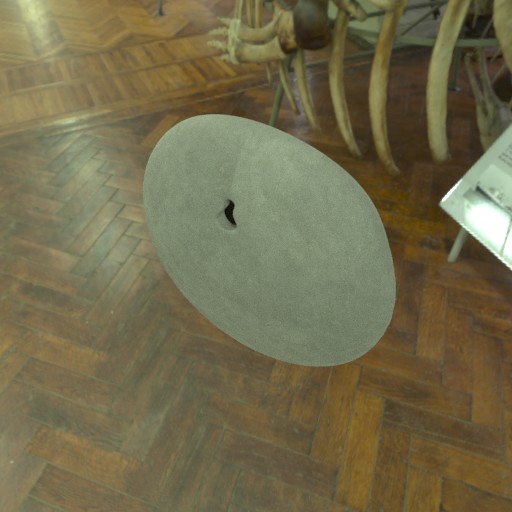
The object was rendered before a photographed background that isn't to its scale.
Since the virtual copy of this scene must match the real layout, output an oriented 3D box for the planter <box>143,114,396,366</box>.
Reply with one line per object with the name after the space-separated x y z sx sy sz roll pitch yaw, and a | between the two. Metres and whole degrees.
0.000 0.000 0.289 0.185 0.188 0.071 26 52 22 | planter
